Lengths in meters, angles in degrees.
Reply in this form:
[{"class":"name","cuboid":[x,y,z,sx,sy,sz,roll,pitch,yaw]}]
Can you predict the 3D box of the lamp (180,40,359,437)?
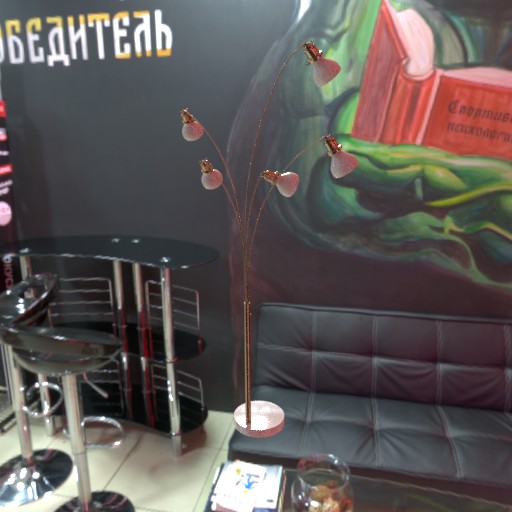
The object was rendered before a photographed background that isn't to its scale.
[{"class":"lamp","cuboid":[0.000,0.000,2.900,1.405,2.423,0.361,13,18,43]}]
